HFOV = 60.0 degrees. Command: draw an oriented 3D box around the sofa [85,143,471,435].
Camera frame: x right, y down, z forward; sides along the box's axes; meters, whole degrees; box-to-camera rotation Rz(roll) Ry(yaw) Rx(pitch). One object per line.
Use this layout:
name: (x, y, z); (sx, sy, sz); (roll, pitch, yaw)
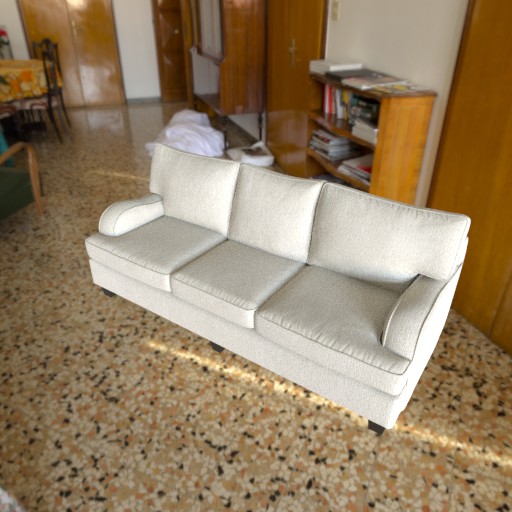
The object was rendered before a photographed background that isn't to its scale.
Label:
sofa: (0.000, 0.000, 2.889); (2.323, 0.991, 1.016); (19, 35, 30)
